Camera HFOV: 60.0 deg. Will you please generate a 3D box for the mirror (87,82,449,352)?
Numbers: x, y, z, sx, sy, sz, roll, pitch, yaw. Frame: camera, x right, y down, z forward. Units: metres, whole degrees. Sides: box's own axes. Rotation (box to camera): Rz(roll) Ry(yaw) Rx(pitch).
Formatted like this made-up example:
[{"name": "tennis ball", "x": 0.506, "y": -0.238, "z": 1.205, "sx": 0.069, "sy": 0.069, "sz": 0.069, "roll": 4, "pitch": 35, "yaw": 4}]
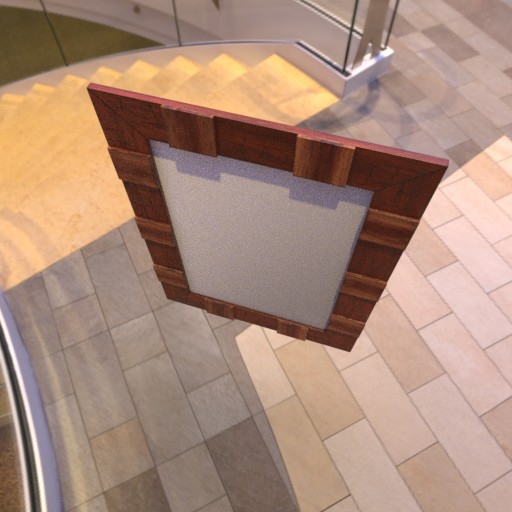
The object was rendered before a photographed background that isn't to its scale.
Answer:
[{"name": "mirror", "x": 0.000, "y": 0.000, "z": 1.047, "sx": 0.600, "sy": 0.805, "sz": 0.021, "roll": 15, "pitch": 59, "yaw": 9}]
